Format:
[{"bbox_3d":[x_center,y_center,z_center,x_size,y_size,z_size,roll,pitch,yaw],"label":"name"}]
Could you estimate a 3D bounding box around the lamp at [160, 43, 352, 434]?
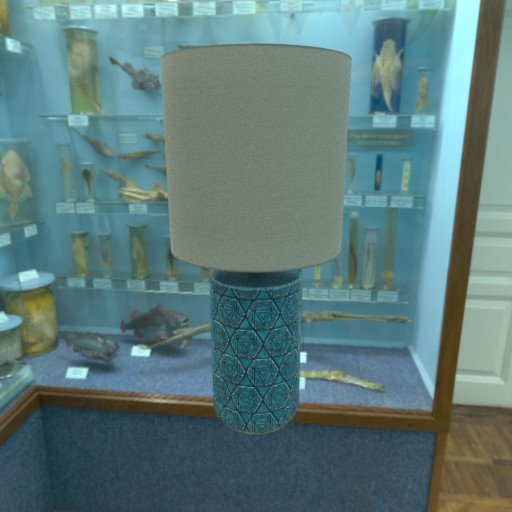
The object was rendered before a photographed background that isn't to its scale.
[{"bbox_3d":[0.000,0.000,0.737,0.278,0.597,0.278,2,16,8],"label":"lamp"}]
